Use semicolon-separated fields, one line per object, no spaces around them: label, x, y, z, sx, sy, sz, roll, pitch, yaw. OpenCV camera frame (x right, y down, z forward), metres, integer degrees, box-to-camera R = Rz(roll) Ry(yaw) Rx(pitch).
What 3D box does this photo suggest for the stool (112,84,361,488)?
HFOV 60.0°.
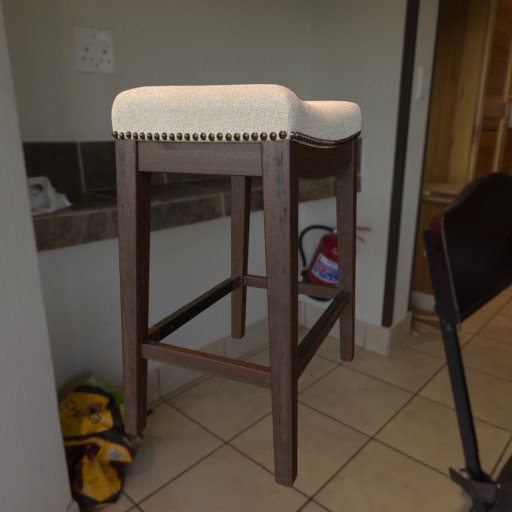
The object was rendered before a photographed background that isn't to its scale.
stool;0.000;0.000;0.971;0.363;0.669;0.509;7;17;23
